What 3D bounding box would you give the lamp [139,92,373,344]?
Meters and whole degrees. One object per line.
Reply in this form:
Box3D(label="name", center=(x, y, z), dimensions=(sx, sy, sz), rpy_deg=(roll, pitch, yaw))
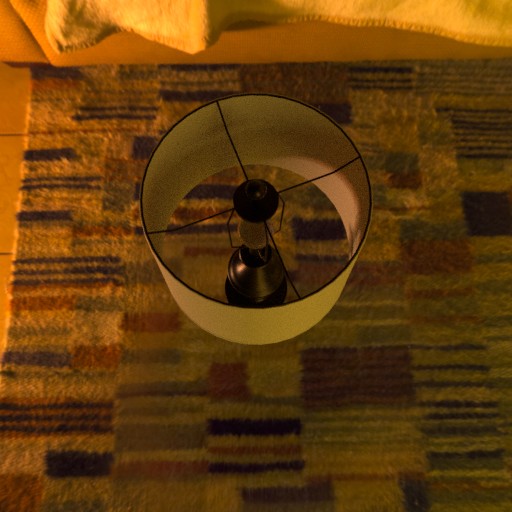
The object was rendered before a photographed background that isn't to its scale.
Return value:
Box3D(label="lamp", center=(0.000, 0.000, 0.954), dimensions=(0.383, 0.726, 0.383), rpy_deg=(0, 75, 0))
